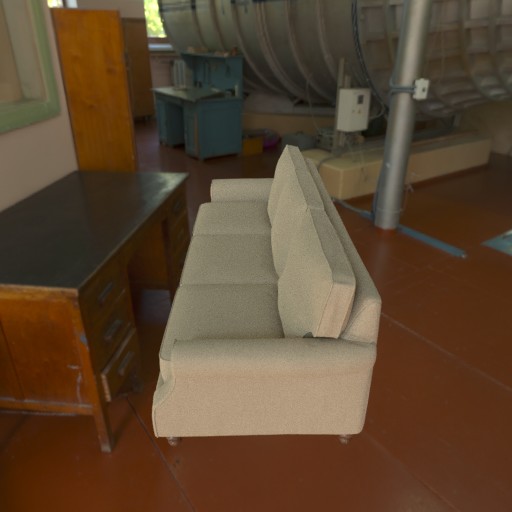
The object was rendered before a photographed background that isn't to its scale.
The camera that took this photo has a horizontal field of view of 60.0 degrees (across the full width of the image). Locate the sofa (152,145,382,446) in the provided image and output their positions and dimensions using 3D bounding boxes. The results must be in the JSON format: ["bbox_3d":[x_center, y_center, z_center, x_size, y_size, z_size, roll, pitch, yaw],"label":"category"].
[{"bbox_3d":[0.000,0.000,2.807,0.966,0.948,2.354,0,27,-1],"label":"sofa"}]
